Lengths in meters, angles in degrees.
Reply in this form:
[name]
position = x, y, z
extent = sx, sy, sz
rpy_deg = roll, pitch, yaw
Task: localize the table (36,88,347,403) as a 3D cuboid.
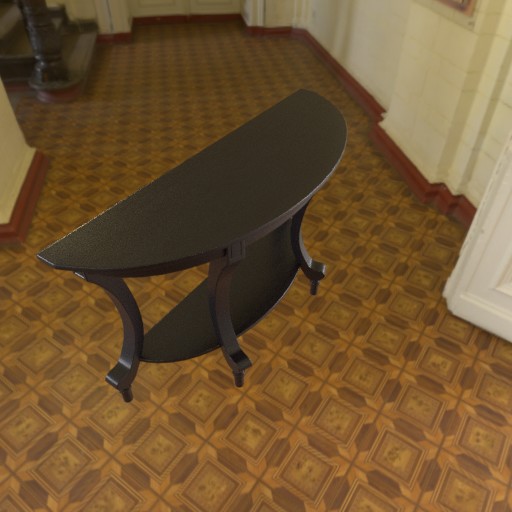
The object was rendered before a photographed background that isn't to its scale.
[table]
position = 0.000, 0.000, 1.525
extent = 0.394, 0.692, 1.198
rpy_deg = 25, 47, 25
